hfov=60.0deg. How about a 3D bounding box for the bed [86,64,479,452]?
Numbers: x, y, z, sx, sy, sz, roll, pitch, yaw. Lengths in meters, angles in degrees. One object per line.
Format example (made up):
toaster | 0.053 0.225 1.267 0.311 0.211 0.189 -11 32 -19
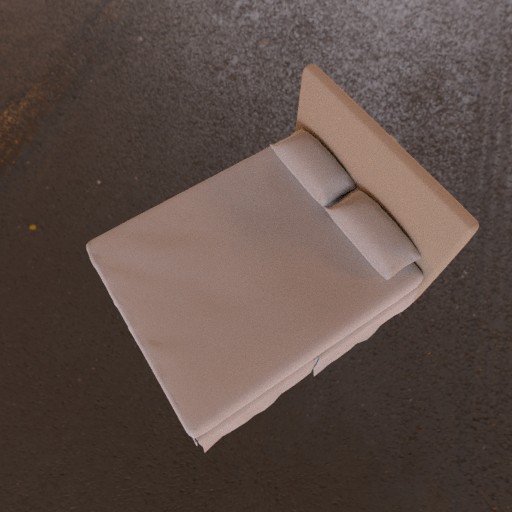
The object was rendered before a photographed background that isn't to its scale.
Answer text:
bed | 0.000 0.000 3.262 2.142 1.330 1.748 -31 67 -14
